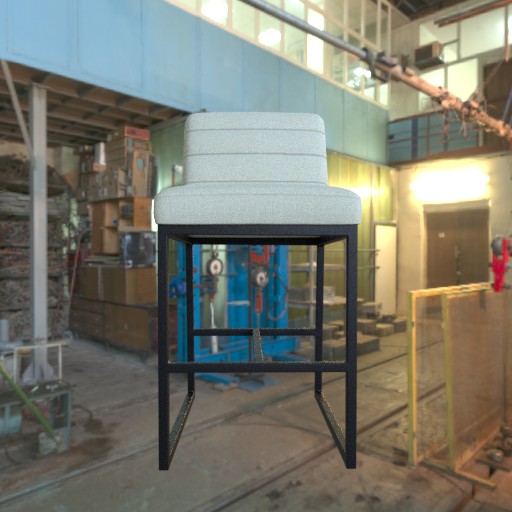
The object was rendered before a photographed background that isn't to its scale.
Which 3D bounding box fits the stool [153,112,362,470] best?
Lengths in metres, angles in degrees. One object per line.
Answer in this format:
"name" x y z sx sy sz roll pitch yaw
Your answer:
"stool" 0.000 0.000 1.229 0.460 0.940 0.560 0 1 -1
